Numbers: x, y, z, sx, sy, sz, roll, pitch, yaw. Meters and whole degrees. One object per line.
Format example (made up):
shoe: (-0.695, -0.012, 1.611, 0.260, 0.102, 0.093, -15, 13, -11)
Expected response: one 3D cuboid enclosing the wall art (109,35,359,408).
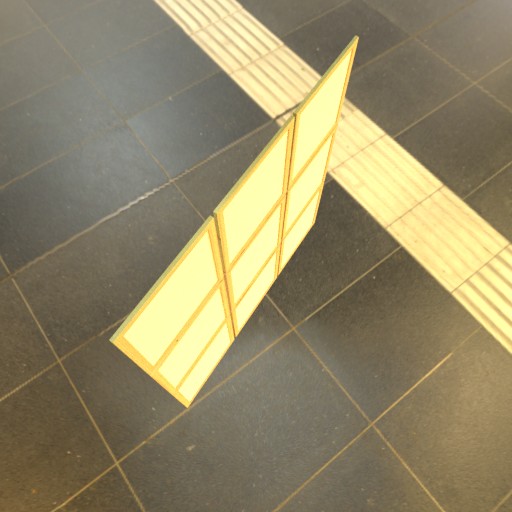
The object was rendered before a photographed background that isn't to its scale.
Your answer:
wall art: (0.000, 0.000, 1.784, 0.013, 1.219, 1.214, 31, 68, 14)
